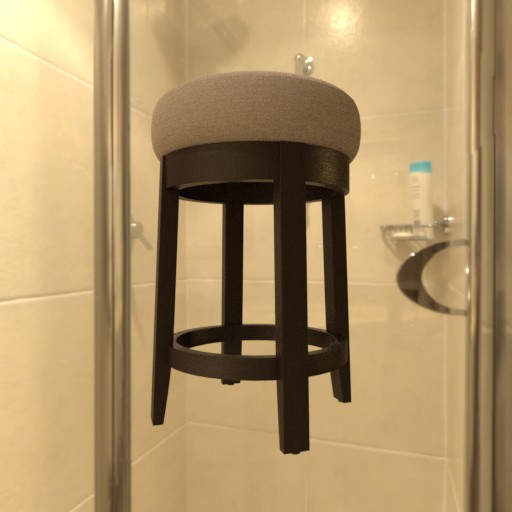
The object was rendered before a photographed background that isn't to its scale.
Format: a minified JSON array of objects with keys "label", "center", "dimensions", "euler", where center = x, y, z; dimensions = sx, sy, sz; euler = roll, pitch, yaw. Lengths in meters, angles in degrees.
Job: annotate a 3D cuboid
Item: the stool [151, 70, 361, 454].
[{"label":"stool","center":[0.000,0.000,0.960],"dimensions":[0.443,0.672,0.443],"euler":[0,0,0]}]
